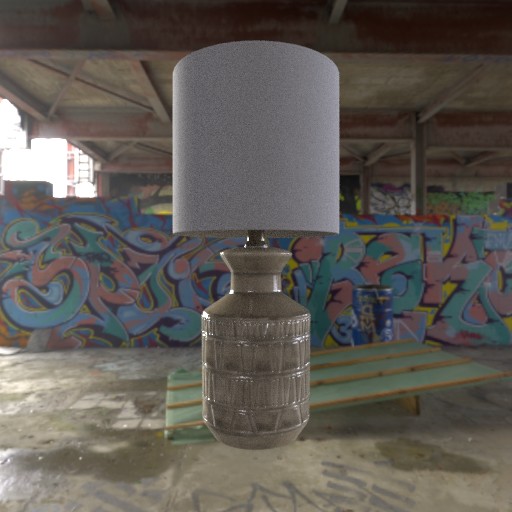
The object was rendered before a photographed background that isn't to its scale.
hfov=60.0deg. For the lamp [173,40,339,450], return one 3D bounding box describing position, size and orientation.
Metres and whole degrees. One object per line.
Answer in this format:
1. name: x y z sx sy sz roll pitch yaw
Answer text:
1. lamp: 0.000 0.000 0.572 0.211 0.455 0.211 0 0 18
